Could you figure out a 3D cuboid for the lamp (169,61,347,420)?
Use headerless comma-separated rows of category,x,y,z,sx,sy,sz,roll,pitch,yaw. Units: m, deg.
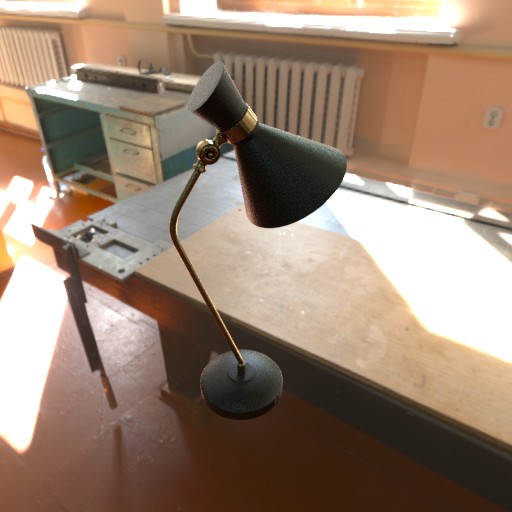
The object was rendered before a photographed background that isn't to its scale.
lamp,0.000,0.000,0.788,0.292,0.647,0.189,-11,34,-17
